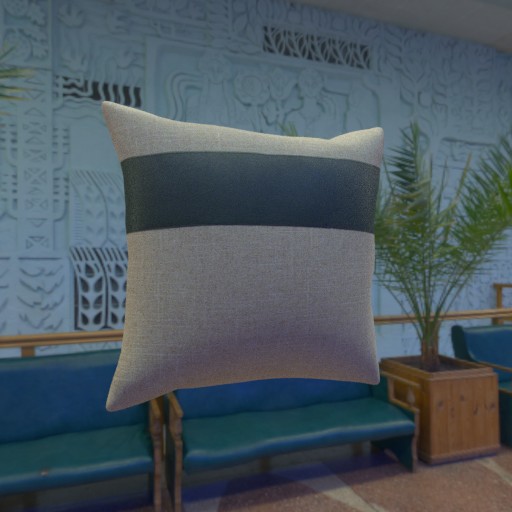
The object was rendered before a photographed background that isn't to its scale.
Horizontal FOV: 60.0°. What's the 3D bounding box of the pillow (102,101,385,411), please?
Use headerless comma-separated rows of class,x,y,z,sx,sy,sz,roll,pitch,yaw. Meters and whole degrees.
pillow,0.000,0.000,0.630,0.414,0.399,0.173,0,0,-18
